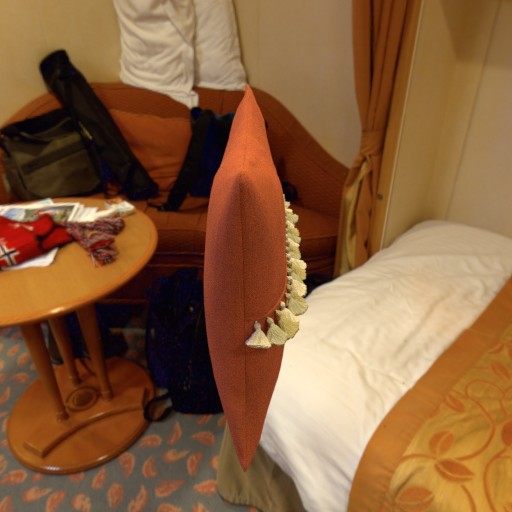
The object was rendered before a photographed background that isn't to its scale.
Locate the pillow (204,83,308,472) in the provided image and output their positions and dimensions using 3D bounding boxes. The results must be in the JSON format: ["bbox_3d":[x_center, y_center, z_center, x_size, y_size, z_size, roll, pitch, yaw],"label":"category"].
[{"bbox_3d":[0.000,0.000,0.761,0.165,0.482,0.490,0,31,0],"label":"pillow"}]
